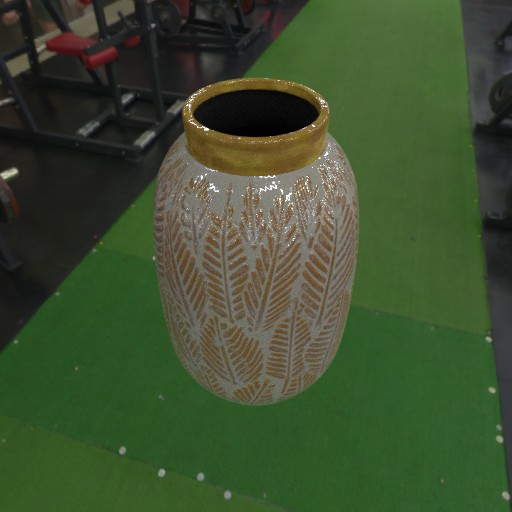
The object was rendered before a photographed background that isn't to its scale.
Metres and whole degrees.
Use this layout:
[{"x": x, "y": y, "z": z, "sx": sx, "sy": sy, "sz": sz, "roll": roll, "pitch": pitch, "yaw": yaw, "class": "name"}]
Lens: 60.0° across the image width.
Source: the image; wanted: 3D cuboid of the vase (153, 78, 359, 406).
[{"x": 0.000, "y": 0.000, "z": 0.382, "sx": 0.172, "sy": 0.270, "sz": 0.172, "roll": 0, "pitch": 43, "yaw": 0, "class": "vase"}]
